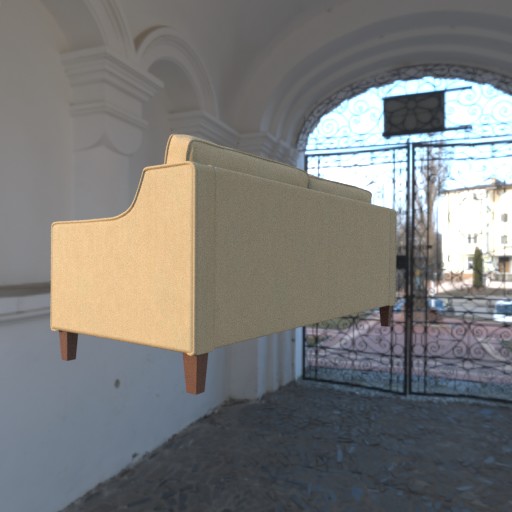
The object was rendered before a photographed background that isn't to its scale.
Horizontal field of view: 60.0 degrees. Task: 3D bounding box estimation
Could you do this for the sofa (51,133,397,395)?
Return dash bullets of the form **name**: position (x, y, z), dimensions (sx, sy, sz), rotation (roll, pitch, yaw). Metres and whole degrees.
- **sofa**: position (0.000, 0.000, 2.845), dimensions (1.066, 1.071, 2.178), rotation (0, 0, 37)
